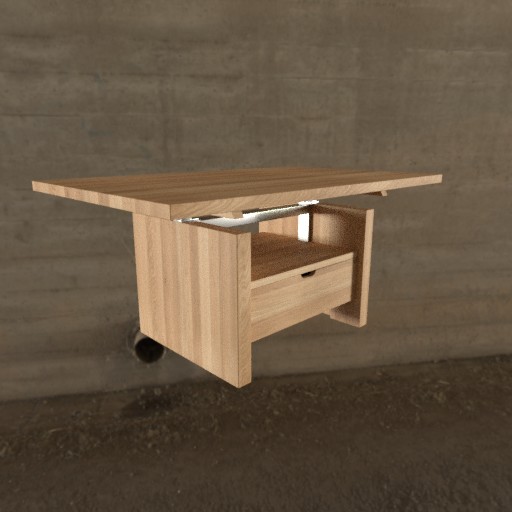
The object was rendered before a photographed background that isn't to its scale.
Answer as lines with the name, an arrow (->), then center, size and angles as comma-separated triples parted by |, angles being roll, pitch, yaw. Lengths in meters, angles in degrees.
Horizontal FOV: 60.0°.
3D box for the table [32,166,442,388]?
table -> 0.000, 0.000, 1.453 | 1.100, 0.510, 0.700 | -14, 20, -42
